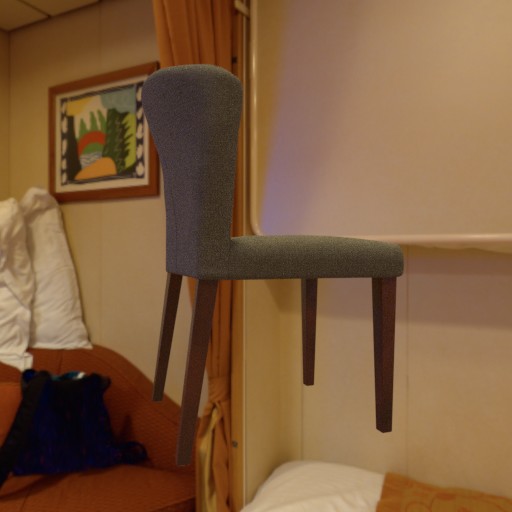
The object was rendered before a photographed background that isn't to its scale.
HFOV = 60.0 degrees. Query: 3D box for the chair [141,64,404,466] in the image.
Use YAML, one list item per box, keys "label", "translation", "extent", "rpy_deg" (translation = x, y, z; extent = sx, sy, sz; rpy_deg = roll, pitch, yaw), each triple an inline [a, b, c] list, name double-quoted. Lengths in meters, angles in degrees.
- label: "chair"
  translation: [0.000, 0.000, 1.172]
  extent: [0.589, 0.839, 0.491]
  rpy_deg: [0, 0, -20]
